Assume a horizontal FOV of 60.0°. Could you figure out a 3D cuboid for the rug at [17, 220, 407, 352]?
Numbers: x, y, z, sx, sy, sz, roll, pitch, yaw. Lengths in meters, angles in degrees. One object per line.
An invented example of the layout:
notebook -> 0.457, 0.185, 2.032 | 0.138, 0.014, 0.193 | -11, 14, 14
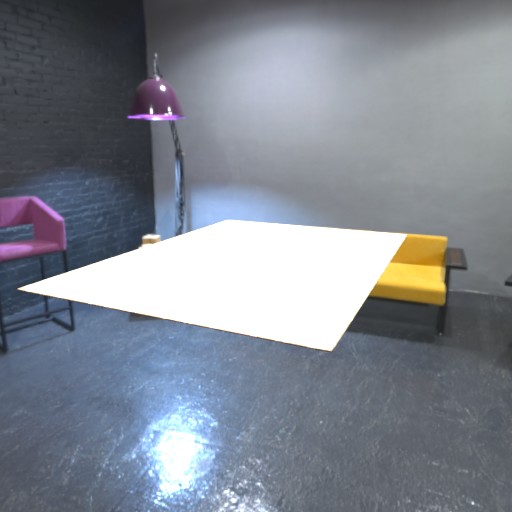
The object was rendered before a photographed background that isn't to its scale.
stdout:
rug -> 0.000, 0.000, 4.322 | 2.438, 0.010, 3.353 | 7, 16, 24
